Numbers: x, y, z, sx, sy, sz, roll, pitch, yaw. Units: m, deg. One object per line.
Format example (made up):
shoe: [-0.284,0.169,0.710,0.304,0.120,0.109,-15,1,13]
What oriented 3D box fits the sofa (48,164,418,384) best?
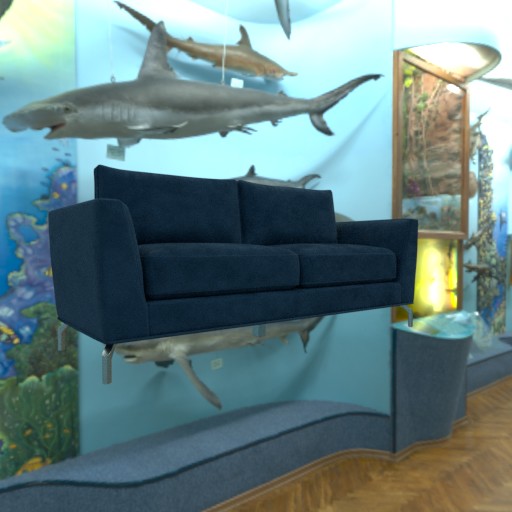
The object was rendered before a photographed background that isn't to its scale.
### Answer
sofa: [0.000,0.000,2.742,2.212,0.998,0.853,-1,2,-37]
